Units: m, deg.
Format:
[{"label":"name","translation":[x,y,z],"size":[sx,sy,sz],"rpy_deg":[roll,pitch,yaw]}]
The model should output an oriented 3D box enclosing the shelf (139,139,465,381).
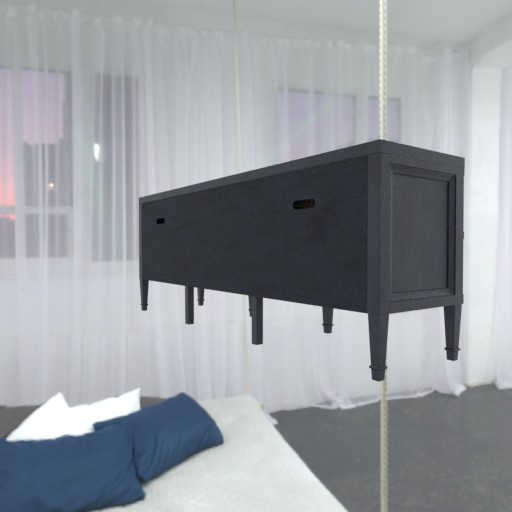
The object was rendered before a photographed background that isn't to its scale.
[{"label":"shelf","translation":[0.000,0.000,2.194],"size":[0.471,0.715,1.878],"rpy_deg":[-1,1,-36]}]
